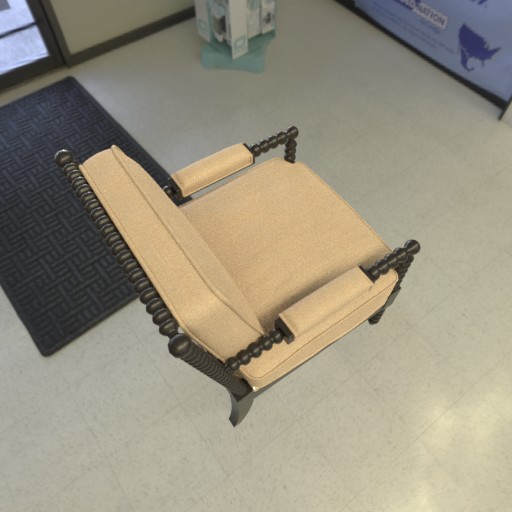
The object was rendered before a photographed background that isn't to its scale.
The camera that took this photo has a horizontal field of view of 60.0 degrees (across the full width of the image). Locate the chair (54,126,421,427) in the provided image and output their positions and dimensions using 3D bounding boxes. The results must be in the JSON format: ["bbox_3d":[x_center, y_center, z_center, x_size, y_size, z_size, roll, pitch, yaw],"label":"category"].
[{"bbox_3d":[0.000,0.000,1.171,0.657,0.703,0.555,-30,62,-18],"label":"chair"}]
